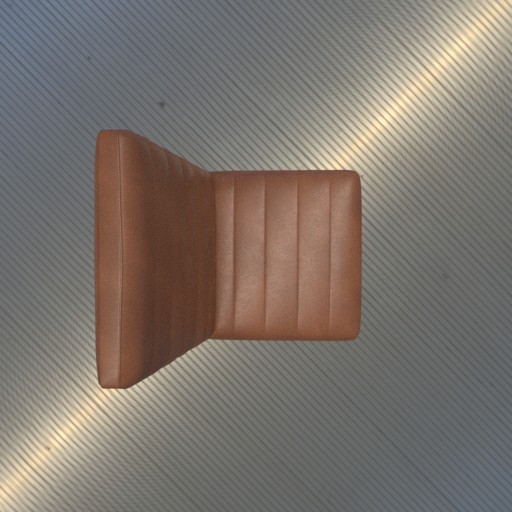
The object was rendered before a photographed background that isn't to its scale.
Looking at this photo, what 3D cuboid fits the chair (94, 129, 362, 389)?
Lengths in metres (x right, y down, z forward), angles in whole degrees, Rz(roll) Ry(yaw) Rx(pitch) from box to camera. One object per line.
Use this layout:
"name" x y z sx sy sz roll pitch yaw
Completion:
"chair" 0.000 0.000 1.303 0.634 0.930 0.520 0 91 0
